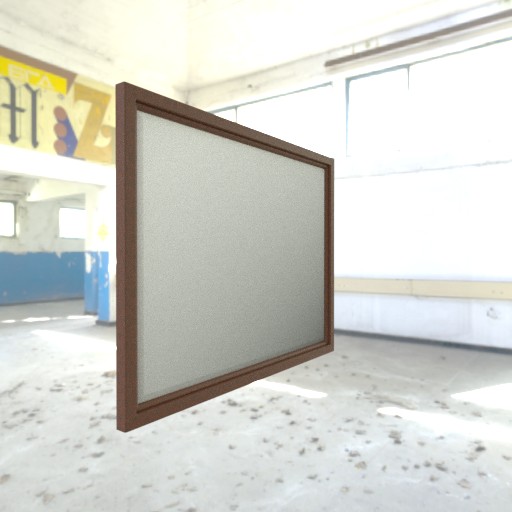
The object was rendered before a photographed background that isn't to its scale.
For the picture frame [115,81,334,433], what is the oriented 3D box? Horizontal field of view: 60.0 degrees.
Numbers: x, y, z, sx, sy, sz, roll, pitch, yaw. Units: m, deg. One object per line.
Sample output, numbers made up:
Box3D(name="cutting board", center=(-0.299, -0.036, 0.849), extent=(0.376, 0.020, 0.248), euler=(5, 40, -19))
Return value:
Box3D(name="picture frame", center=(0.000, 0.000, 1.827), extent=(0.045, 1.018, 1.329), euler=(0, 1, 37))
